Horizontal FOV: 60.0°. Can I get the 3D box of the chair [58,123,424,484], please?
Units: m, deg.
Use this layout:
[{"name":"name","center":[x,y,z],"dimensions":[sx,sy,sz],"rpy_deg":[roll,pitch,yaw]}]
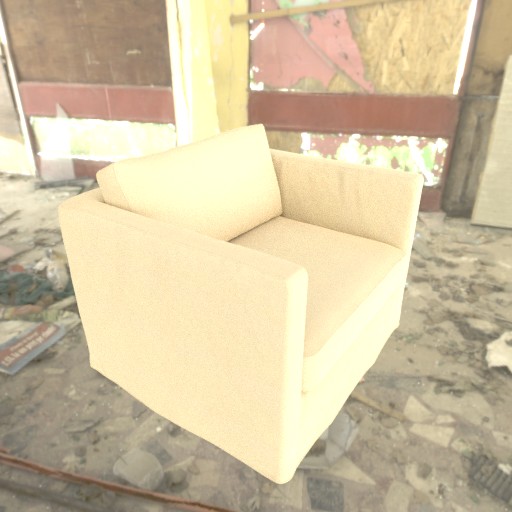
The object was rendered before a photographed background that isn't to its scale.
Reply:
[{"name":"chair","center":[0.000,0.000,1.732],"dimensions":[0.947,0.851,1.057],"rpy_deg":[18,32,31]}]
